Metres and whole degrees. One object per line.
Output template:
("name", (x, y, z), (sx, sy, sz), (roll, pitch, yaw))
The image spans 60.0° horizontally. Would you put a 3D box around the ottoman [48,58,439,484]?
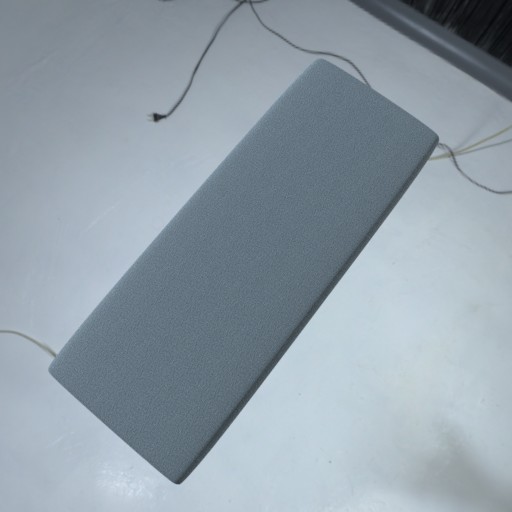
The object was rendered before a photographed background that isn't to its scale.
("ottoman", (0.000, 0.000, 1.794), (0.646, 0.393, 1.609), (37, 79, 9))
